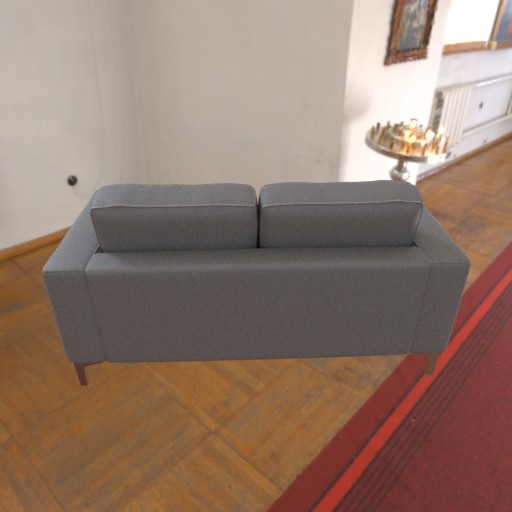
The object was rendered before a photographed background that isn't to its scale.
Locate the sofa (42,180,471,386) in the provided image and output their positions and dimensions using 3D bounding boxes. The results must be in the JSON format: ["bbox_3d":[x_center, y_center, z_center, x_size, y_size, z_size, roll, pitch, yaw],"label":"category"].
[{"bbox_3d":[0.000,0.000,2.164,1.726,0.892,0.833,-1,31,-2],"label":"sofa"}]
